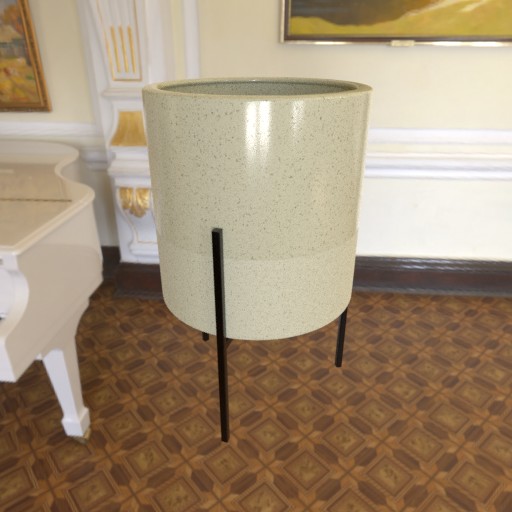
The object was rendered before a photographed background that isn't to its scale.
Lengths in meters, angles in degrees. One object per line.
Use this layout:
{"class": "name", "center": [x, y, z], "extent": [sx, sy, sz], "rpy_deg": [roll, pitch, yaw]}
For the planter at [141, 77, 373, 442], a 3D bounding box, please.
{"class": "planter", "center": [0.000, 0.000, 0.539], "extent": [0.234, 0.390, 0.243], "rpy_deg": [8, 27, 16]}
